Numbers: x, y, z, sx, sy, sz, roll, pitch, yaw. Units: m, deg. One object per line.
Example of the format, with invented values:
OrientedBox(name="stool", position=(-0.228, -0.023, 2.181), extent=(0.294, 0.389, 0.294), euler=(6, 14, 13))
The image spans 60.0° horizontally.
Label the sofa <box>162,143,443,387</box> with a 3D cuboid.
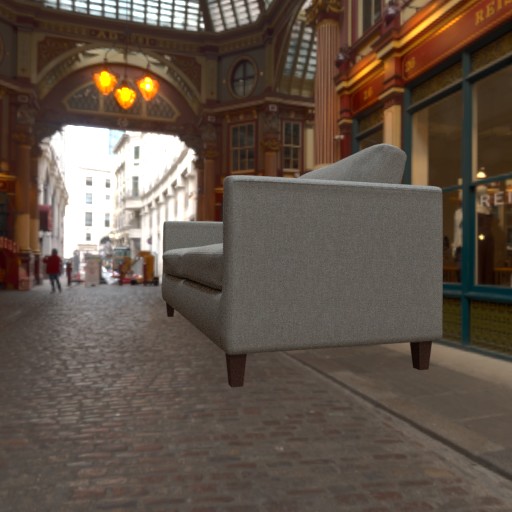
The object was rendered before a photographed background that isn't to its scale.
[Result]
OrientedBox(name="sofa", position=(0.000, 0.000, 2.719), extent=(0.956, 0.963, 2.208), euler=(0, 0, -18))
